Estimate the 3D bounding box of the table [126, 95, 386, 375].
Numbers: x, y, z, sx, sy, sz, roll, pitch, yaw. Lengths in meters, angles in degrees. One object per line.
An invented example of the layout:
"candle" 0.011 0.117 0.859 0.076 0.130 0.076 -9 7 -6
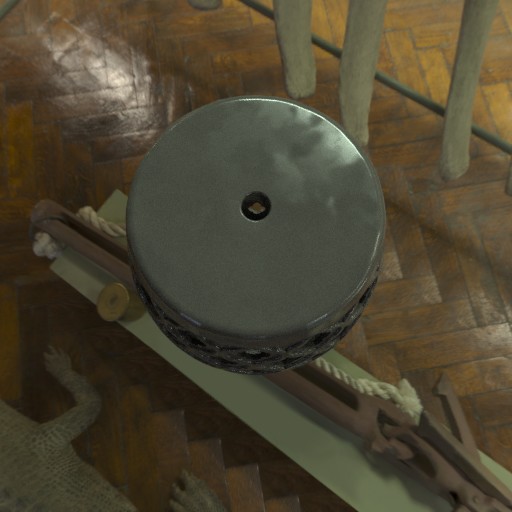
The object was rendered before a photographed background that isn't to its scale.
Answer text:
"table" 0.000 0.000 0.627 0.325 0.388 0.325 0 75 0
